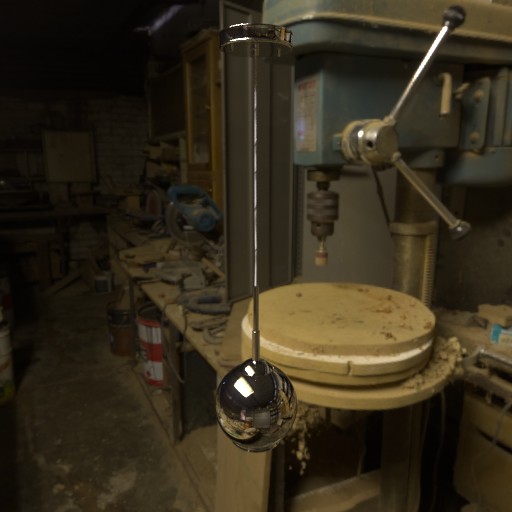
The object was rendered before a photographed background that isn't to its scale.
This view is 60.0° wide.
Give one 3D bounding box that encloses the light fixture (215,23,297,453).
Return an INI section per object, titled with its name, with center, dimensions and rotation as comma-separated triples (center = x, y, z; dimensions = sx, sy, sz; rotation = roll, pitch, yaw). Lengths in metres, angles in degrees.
[light fixture]
center = 0.000, 0.000, 1.668
dimensions = 0.336, 1.538, 0.336
rotation = -6, 14, -26
